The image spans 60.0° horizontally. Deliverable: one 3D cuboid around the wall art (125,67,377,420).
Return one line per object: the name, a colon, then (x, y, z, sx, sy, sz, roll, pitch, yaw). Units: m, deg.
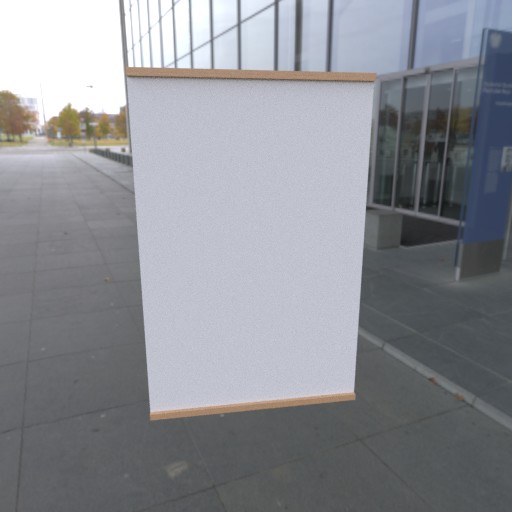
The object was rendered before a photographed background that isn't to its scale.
wall art: (0.000, 0.000, 0.786, 0.401, 0.611, 0.016, -3, 15, -9)
